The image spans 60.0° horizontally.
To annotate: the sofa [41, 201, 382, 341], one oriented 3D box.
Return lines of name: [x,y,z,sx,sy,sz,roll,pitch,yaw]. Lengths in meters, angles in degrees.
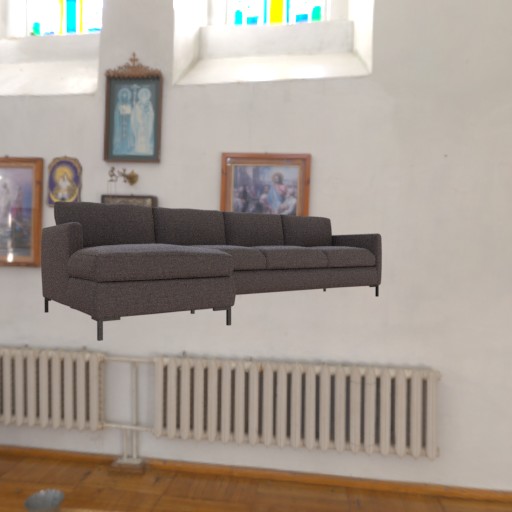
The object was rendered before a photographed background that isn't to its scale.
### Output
sofa: [0.000,0.000,3.279,2.731,0.754,1.258,0,1,-37]
